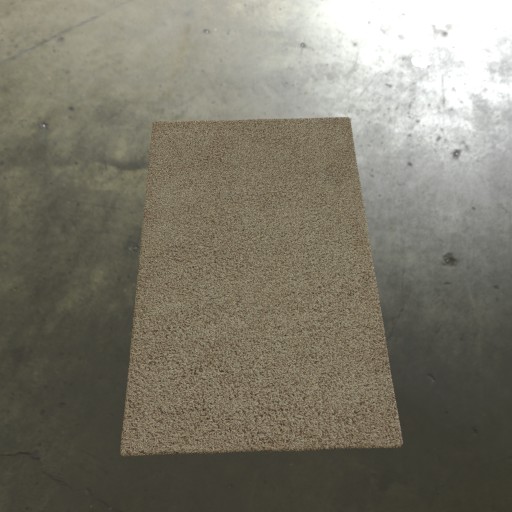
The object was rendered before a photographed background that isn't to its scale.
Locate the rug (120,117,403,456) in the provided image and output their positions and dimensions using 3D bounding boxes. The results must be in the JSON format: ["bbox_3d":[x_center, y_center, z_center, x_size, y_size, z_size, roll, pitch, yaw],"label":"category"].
[{"bbox_3d":[0.000,0.000,3.388,1.778,0.030,2.743,-1,64,-1],"label":"rug"}]
